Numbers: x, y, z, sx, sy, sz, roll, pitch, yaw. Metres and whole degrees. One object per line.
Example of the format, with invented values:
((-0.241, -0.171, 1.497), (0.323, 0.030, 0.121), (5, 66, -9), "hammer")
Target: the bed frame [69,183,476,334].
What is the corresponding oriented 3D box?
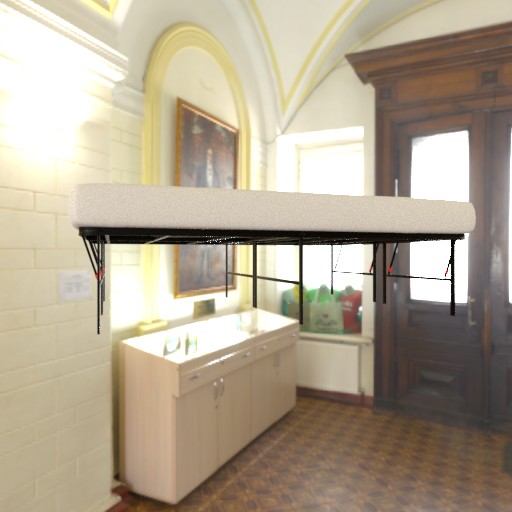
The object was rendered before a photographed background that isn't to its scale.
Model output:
((0.000, 0.000, 2.864), (2.151, 0.667, 1.584), (0, 0, -18), "bed frame")
